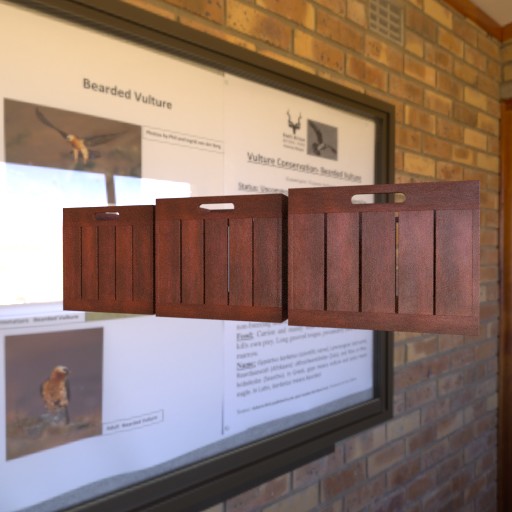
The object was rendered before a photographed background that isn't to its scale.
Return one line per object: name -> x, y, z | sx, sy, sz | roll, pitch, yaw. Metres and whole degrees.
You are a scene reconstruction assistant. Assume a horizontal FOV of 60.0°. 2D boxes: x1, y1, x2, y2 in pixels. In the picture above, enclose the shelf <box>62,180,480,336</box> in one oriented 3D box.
shelf -> 0.000, 0.000, 1.235 | 1.064, 0.311, 0.393 | 0, 1, 18
